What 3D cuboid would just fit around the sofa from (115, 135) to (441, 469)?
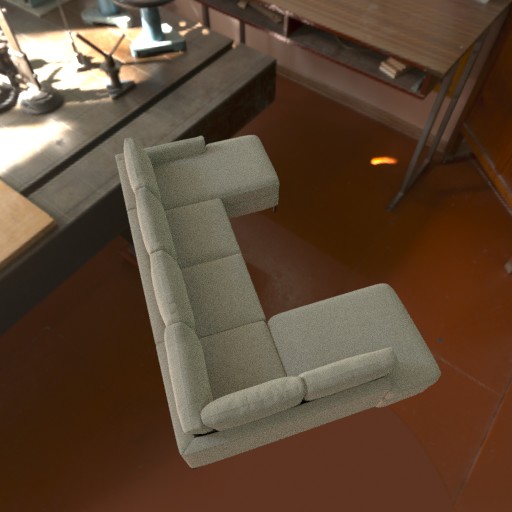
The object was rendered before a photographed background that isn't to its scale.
[{"bbox_3d":[0.000,0.000,3.937,1.989,0.862,2.984,-15,58,-10],"label":"sofa"}]
